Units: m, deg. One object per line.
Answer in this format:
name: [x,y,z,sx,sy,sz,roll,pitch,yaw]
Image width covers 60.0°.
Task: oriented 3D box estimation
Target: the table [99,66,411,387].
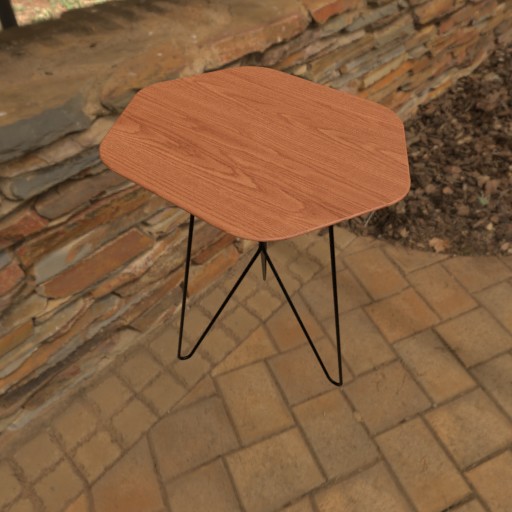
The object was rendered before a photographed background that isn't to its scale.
table: [0.000,0.000,0.894,0.500,0.562,0.400,29,53,24]
